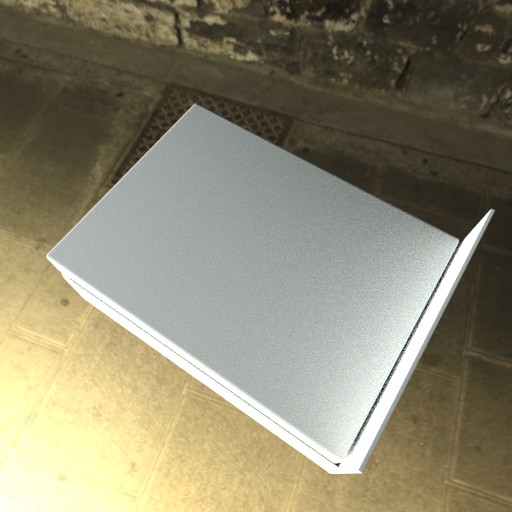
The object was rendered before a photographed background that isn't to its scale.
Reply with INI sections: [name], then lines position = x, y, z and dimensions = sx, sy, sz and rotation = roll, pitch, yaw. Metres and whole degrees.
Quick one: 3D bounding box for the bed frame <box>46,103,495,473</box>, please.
[bed frame]
position = 0.000, 0.000, 2.520
dimensions = 1.900, 0.800, 1.400
rotation = 31, 68, 14
